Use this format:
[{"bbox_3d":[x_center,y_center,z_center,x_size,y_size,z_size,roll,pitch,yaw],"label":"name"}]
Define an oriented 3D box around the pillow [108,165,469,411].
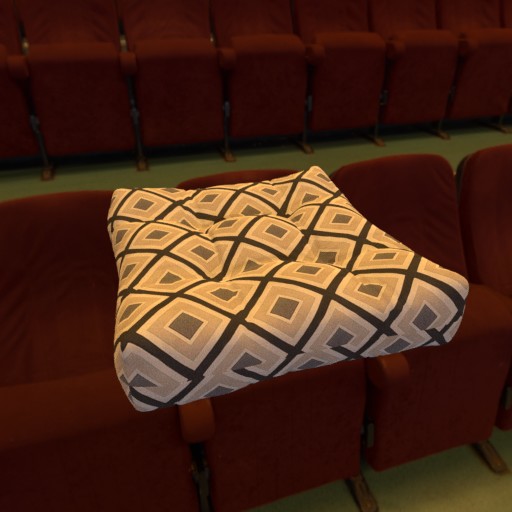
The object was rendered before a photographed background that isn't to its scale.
[{"bbox_3d":[0.000,0.000,0.741,0.468,0.128,0.490,-9,31,-15],"label":"pillow"}]
